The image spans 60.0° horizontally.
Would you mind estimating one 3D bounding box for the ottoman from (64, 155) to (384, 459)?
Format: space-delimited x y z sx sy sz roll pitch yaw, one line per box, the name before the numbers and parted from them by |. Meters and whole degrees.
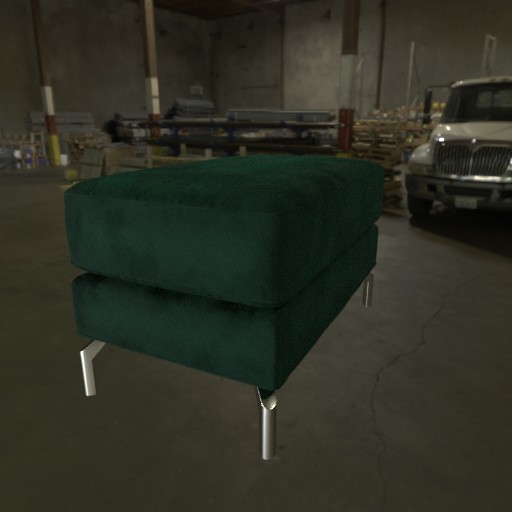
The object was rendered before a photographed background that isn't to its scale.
ottoman | 0.000 0.000 1.265 0.536 0.533 0.886 8 19 25
